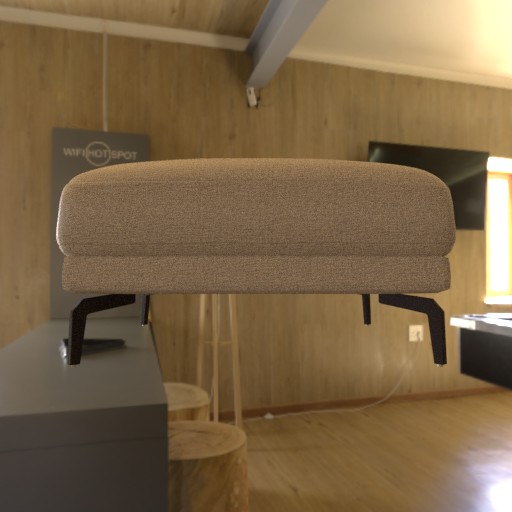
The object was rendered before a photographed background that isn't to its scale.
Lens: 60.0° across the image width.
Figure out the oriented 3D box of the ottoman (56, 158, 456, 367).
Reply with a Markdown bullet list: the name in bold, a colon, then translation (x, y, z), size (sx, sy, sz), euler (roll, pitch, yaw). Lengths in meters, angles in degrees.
- **ottoman**: translation (0.000, 0.000, 1.083), size (0.772, 0.420, 0.568), euler (0, -1, 0)
